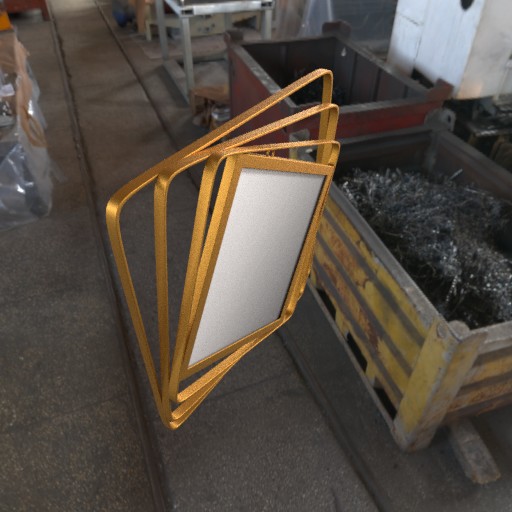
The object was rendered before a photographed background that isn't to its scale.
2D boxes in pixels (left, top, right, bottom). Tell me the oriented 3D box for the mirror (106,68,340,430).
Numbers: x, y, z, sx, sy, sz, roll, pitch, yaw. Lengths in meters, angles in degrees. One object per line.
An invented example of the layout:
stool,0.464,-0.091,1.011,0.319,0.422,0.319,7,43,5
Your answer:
mirror,0.000,0.000,0.710,0.045,0.468,0.470,25,47,25
